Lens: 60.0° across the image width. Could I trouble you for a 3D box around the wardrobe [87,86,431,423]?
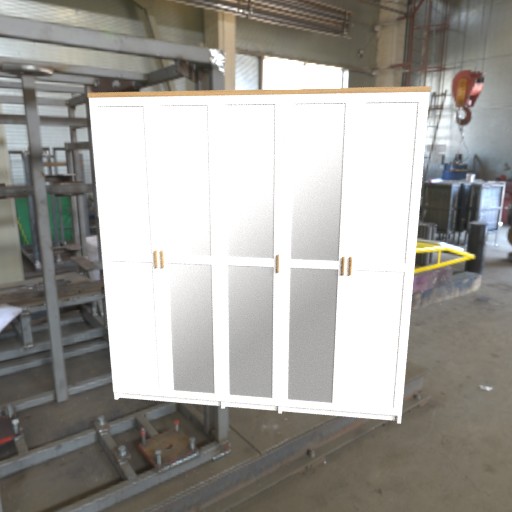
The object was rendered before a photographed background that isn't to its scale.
[{"bbox_3d":[0.000,0.000,3.288,2.160,2.260,0.590,2,14,8],"label":"wardrobe"}]
